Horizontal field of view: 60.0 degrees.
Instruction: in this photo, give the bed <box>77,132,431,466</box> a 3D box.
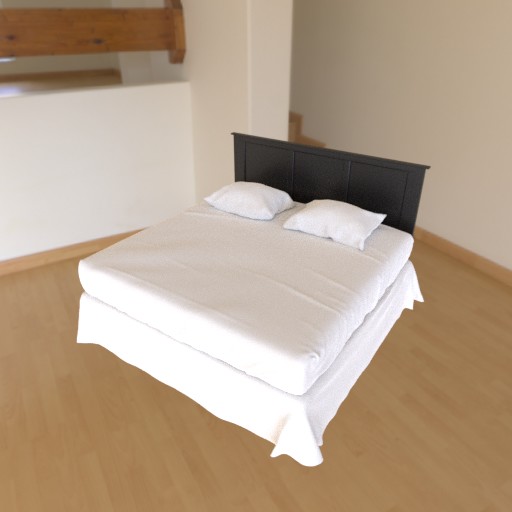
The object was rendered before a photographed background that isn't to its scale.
[{"bbox_3d":[0.000,0.000,3.598,2.315,1.271,2.219,18,34,29],"label":"bed"}]
